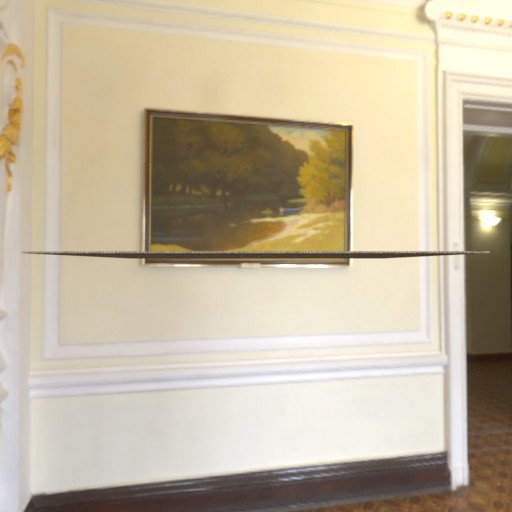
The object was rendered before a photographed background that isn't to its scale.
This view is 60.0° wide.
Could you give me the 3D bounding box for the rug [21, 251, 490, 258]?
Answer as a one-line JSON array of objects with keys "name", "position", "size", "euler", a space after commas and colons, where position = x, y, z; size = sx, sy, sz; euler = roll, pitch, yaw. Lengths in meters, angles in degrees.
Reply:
[{"name": "rug", "position": [0.000, 0.000, 4.092], "size": [3.034, 0.012, 2.471], "euler": [0, -1, 0]}]
